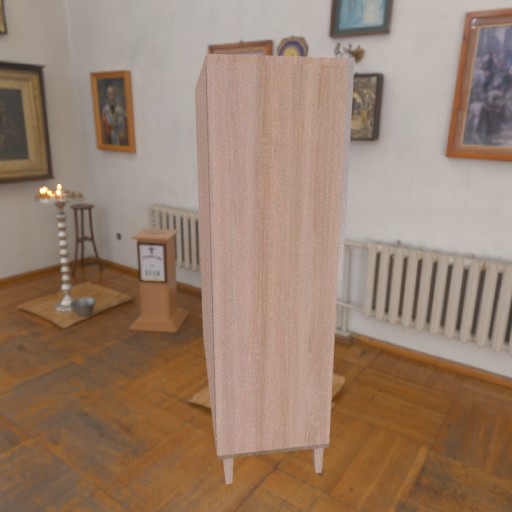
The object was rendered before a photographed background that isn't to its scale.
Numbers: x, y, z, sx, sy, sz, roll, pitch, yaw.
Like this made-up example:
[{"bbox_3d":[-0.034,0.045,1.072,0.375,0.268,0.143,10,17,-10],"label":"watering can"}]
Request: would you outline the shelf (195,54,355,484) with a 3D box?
[{"bbox_3d":[0.000,0.000,1.871,0.434,1.405,0.995,-2,15,-9],"label":"shelf"}]
